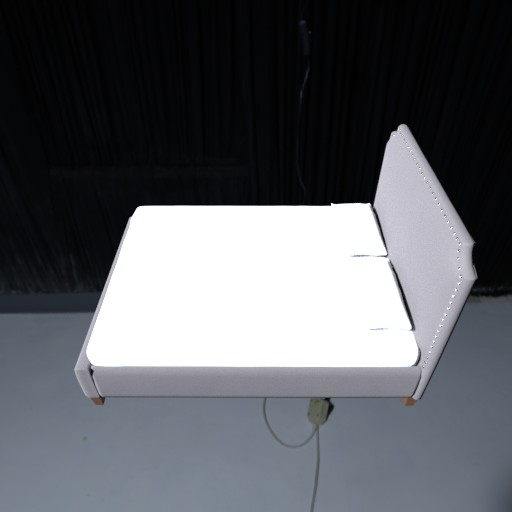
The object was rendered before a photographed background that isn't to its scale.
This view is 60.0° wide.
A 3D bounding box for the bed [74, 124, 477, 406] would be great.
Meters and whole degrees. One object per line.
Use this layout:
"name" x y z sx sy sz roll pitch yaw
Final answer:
"bed" 0.000 0.000 3.328 2.372 1.443 1.713 0 41 0
